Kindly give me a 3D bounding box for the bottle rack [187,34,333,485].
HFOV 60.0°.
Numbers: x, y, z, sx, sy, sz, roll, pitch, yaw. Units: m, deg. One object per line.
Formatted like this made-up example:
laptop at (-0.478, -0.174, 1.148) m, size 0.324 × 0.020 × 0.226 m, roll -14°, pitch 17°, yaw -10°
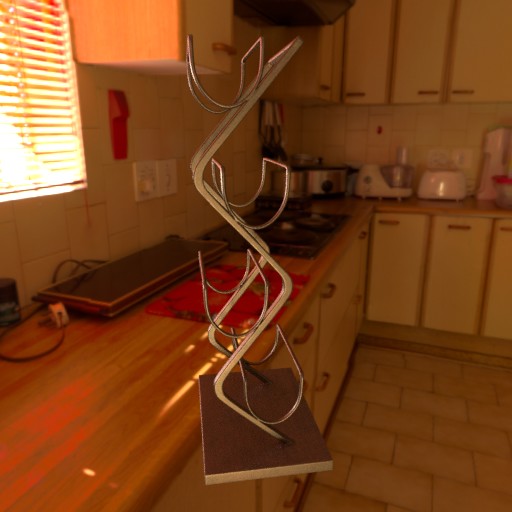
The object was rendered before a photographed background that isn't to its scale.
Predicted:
bottle rack at (0.000, 0.000, 0.649) m, size 0.178 × 0.559 × 0.254 m, roll -2°, pitch 16°, yaw -9°
